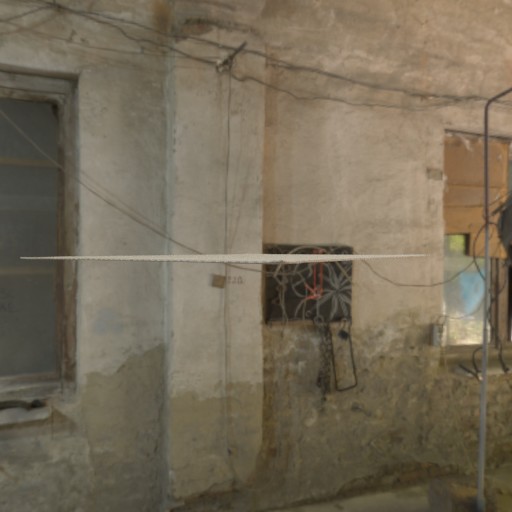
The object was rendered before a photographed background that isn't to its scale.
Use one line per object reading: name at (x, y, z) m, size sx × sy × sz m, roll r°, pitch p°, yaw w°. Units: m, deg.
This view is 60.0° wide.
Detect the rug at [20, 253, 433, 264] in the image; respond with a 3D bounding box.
rug at (0.000, 0.000, 3.836) m, size 2.277 × 0.035 × 2.897 m, roll 1°, pitch 1°, yaw 35°
